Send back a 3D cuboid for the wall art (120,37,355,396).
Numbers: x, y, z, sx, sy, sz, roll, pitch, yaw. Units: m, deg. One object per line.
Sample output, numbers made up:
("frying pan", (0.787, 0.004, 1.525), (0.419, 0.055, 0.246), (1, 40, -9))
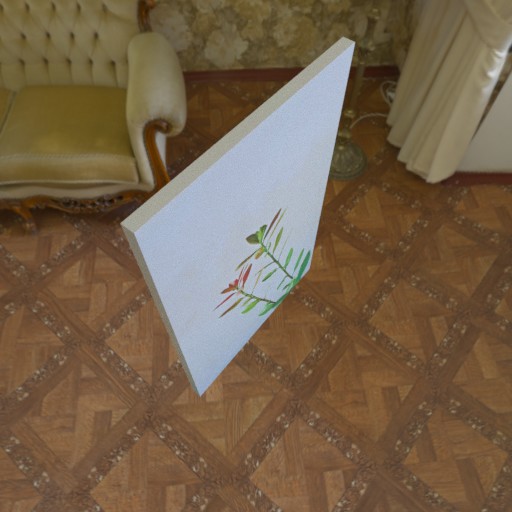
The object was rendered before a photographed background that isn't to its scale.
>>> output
("wall art", (0.000, 0.000, 1.463), (0.038, 1.143, 0.764), (34, 64, 19))
